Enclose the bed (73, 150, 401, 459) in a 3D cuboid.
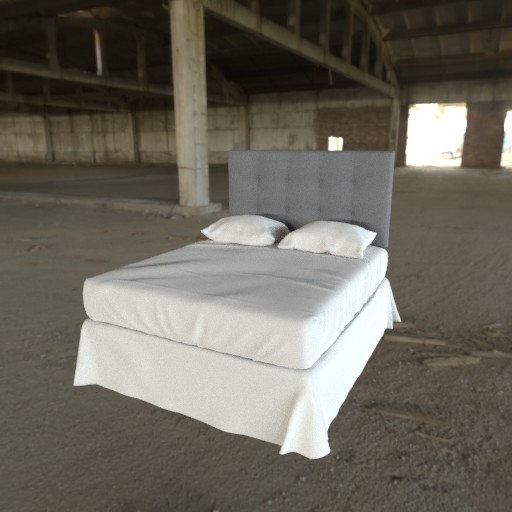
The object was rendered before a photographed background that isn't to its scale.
[{"bbox_3d":[0.000,0.000,3.448,1.936,1.577,2.222,7,16,27],"label":"bed"}]
